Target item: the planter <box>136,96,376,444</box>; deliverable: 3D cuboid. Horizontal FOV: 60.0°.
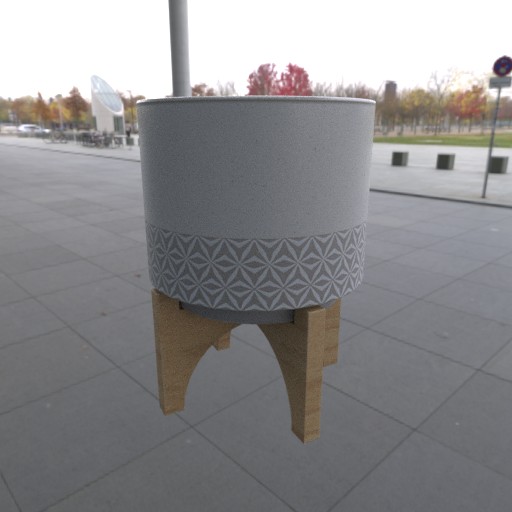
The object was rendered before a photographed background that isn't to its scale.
[{"bbox_3d":[0.000,0.000,0.397,0.188,0.260,0.188,0,17,0],"label":"planter"}]
